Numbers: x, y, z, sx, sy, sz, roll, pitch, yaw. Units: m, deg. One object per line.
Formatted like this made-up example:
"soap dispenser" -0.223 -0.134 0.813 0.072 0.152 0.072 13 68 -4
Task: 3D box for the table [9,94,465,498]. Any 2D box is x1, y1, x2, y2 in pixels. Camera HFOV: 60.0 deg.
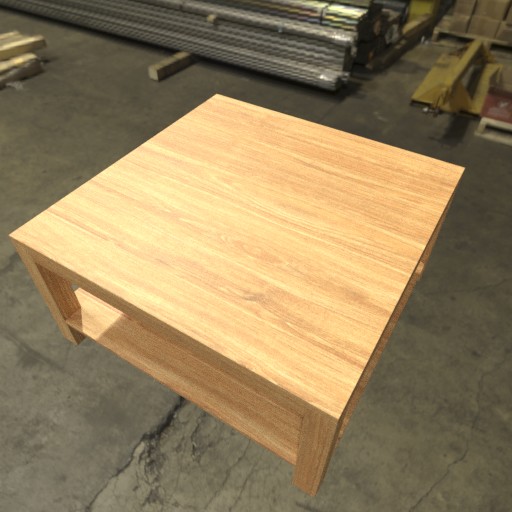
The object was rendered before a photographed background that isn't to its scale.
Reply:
"table" 0.000 0.000 1.371 0.900 0.450 0.900 24 50 22
